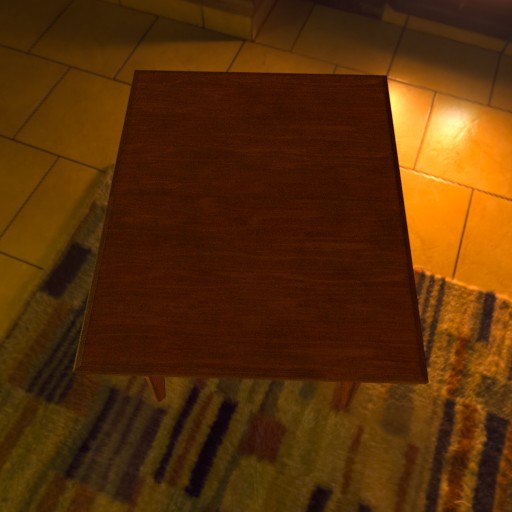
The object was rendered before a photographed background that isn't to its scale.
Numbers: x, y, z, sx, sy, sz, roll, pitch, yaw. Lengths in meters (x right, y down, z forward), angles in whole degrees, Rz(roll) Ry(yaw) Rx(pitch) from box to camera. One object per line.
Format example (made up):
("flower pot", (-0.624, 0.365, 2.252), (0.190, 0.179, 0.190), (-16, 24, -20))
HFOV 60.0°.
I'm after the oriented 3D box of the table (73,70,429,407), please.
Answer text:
("table", (0.000, 0.000, 1.591), (0.838, 0.761, 0.991), (1, 64, 1))
